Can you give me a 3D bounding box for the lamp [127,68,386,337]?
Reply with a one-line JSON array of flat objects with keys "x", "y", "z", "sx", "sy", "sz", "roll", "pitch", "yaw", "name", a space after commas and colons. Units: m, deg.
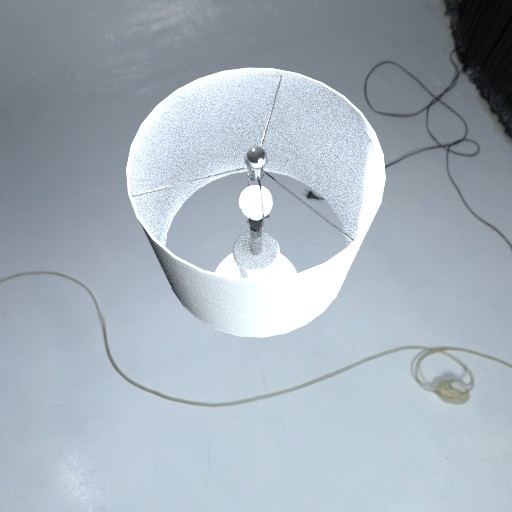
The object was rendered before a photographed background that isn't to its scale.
[{"x": 0.000, "y": 0.000, "z": 0.894, "sx": 0.357, "sy": 0.673, "sz": 0.357, "roll": -15, "pitch": 66, "yaw": -7, "name": "lamp"}]
